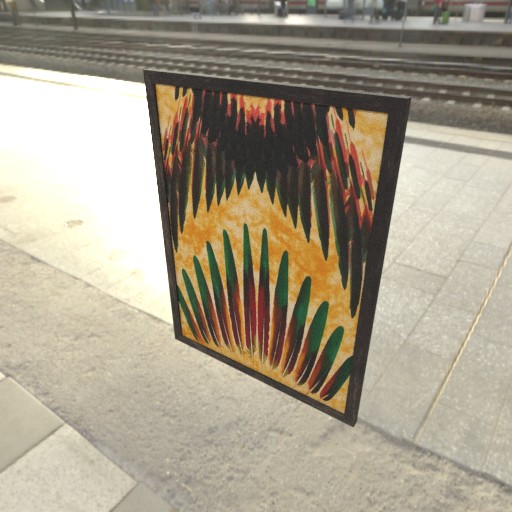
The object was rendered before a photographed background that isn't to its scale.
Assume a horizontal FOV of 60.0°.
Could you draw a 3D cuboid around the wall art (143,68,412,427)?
[{"bbox_3d":[0.000,0.000,1.436,0.812,1.066,0.029,19,35,29],"label":"wall art"}]
